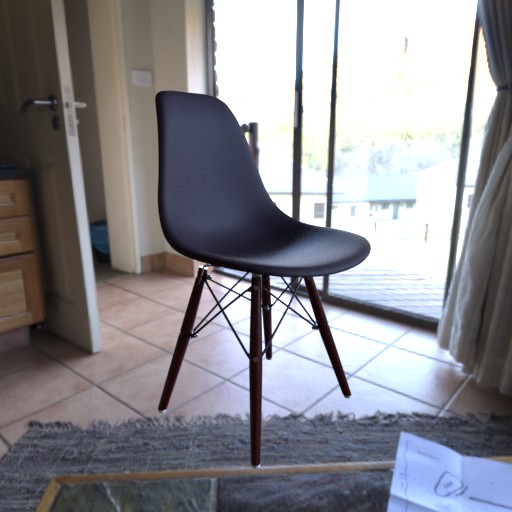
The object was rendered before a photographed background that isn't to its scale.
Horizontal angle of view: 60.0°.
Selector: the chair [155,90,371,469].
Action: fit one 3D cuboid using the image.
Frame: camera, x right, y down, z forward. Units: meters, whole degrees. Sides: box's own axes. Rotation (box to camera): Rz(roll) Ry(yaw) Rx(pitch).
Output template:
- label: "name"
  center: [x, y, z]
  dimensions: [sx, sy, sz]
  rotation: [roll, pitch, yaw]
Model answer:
- label: "chair"
  center: [0.000, 0.000, 1.128]
  dimensions: [0.533, 0.826, 0.470]
  rotation: [12, 18, 41]
